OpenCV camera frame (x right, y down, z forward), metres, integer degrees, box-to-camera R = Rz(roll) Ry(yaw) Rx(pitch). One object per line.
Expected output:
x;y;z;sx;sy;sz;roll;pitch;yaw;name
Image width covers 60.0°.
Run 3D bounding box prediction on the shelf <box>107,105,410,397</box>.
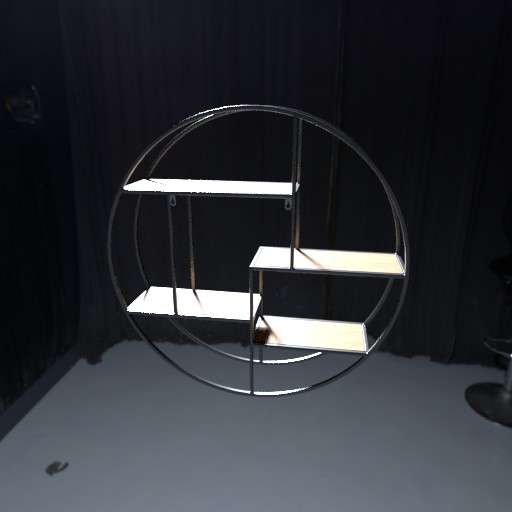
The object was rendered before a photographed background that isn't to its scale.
0.000;0.000;1.380;0.888;0.888;0.202;3;19;9;shelf
